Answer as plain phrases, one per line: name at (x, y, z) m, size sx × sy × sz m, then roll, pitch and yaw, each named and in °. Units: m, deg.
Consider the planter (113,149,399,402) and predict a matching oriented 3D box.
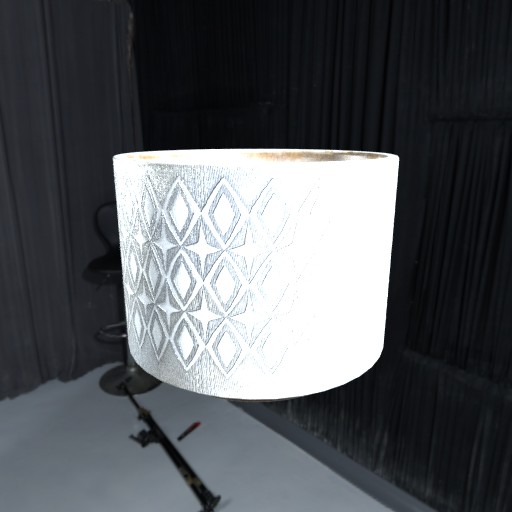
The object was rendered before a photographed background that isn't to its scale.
planter at (0.000, 0.000, 0.321) m, size 0.186 × 0.144 × 0.186 m, roll 0°, pitch 16°, yaw 0°
